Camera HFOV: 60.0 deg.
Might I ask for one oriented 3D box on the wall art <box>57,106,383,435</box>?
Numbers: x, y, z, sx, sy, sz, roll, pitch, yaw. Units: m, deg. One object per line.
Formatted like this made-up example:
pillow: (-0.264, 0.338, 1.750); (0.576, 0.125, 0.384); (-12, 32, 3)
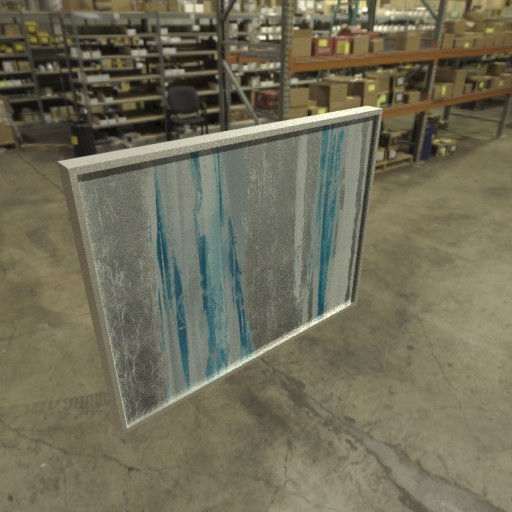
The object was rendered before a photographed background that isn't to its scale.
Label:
wall art: (0.000, 0.000, 1.422); (1.056, 0.801, 0.066); (-21, 35, -34)
